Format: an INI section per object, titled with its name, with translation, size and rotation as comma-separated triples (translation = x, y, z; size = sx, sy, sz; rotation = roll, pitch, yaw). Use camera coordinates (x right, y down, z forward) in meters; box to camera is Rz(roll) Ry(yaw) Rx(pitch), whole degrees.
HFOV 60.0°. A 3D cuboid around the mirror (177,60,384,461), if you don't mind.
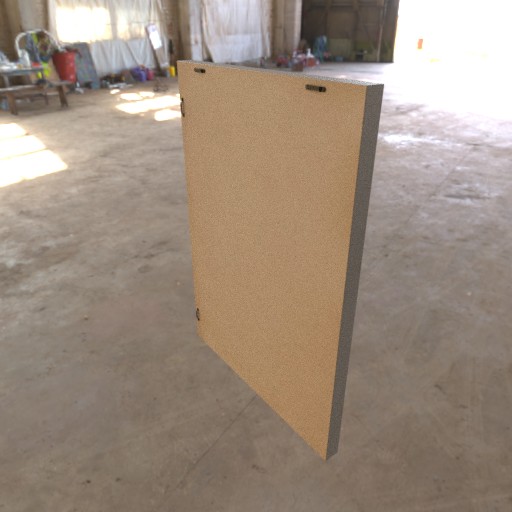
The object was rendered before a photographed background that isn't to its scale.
[mirror]
translation = 0.000, 0.000, 0.913
size = 0.039, 0.710, 0.507
rotation = -19, 33, -32
